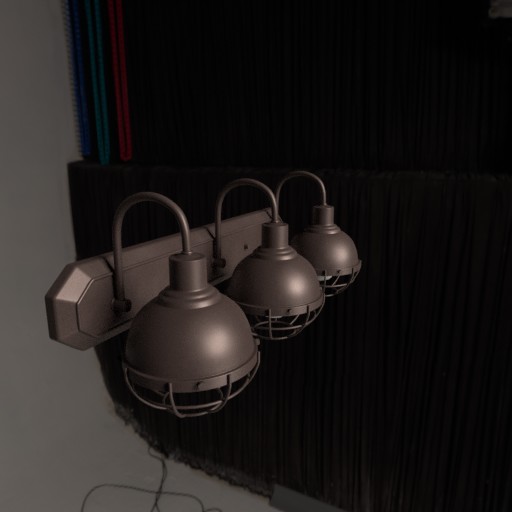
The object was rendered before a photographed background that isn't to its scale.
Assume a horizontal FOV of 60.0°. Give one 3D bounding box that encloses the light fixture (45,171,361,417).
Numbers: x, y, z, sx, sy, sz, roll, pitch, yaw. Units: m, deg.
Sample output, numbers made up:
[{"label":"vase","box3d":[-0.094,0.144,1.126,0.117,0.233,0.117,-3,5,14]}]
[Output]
[{"label":"light fixture","box3d":[0.000,0.000,0.740,0.229,0.254,0.634,7,16,26]}]
